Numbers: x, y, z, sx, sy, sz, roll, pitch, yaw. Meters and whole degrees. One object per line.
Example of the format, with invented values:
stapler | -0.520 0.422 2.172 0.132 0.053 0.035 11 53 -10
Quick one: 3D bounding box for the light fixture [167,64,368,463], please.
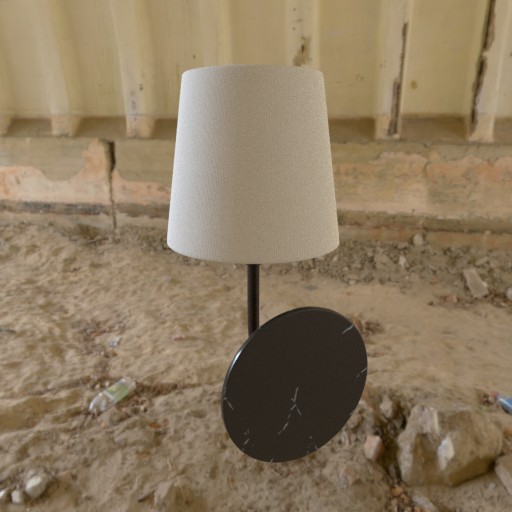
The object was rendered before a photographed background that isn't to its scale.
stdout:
light fixture | 0.000 0.000 0.440 0.168 0.337 0.188 -7 17 -24
